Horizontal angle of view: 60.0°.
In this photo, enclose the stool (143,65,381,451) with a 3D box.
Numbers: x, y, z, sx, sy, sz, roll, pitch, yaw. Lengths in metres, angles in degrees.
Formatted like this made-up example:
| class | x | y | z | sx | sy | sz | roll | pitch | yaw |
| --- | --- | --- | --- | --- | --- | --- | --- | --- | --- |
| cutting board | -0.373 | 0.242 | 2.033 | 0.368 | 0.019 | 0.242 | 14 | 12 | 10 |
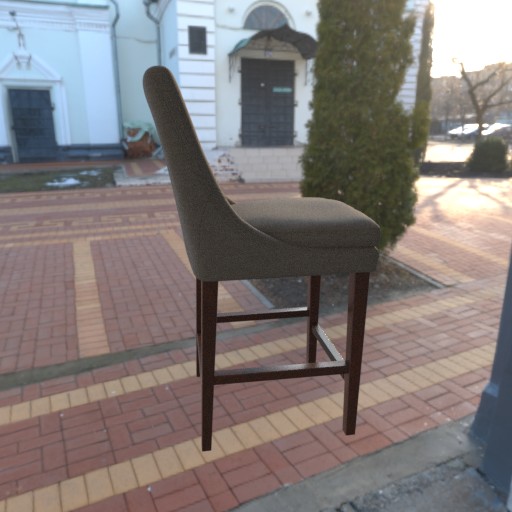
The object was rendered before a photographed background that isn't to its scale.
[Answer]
| class | x | y | z | sx | sy | sz | roll | pitch | yaw |
| --- | --- | --- | --- | --- | --- | --- | --- | --- | --- |
| stool | 0.000 | 0.000 | 1.302 | 0.577 | 0.981 | 0.470 | -3 | 16 | -9 |
